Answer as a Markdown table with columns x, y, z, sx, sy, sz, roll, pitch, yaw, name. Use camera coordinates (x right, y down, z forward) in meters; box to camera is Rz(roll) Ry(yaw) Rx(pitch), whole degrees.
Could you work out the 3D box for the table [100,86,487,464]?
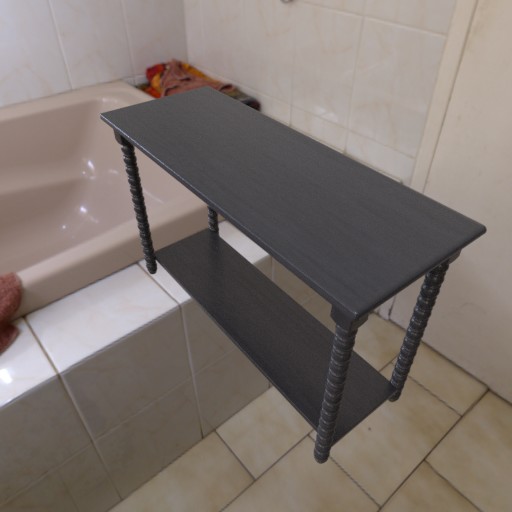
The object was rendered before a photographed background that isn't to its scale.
| x | y | z | sx | sy | sz | roll | pitch | yaw | name |
| --- | --- | --- | --- | --- | --- | --- | --- | --- | --- |
| 0.000 | 0.000 | 1.514 | 0.459 | 0.735 | 1.184 | -27 | 47 | -28 | table |
